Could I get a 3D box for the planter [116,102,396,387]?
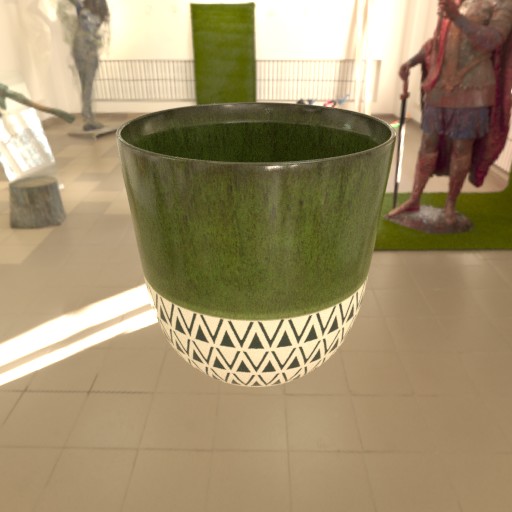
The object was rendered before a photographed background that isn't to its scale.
[{"bbox_3d":[0.000,0.000,0.465,0.245,0.270,0.245,0,28,0],"label":"planter"}]
